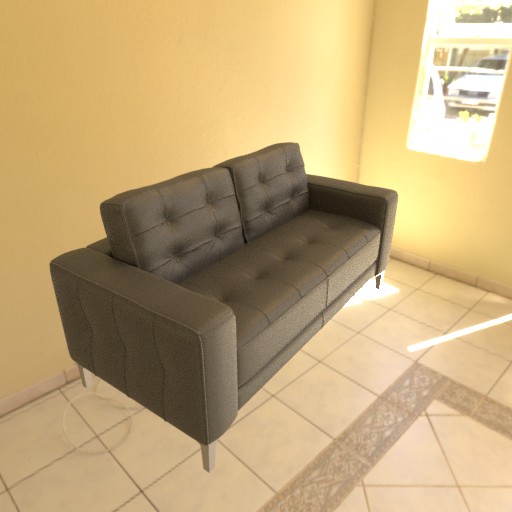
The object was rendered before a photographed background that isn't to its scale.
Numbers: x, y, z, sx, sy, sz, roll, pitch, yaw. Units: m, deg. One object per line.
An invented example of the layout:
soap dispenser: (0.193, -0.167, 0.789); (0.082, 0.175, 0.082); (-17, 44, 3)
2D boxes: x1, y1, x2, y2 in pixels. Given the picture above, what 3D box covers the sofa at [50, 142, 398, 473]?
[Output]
sofa: (0.000, 0.000, 2.225); (0.833, 0.892, 1.726); (18, 32, 32)
